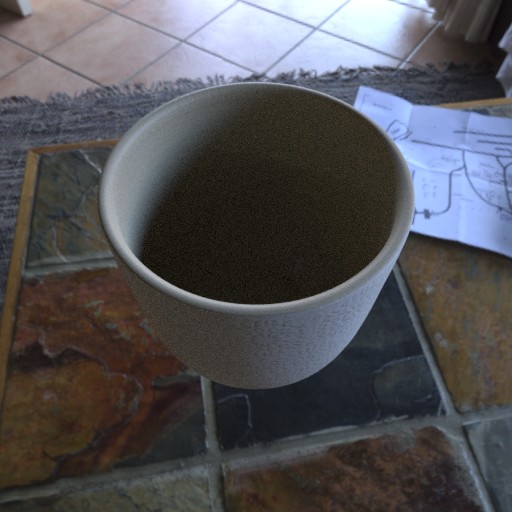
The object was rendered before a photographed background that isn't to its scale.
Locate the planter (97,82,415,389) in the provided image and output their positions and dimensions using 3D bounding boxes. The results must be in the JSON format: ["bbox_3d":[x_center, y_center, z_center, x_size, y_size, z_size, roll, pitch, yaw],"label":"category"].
[{"bbox_3d":[0.000,0.000,0.372,0.208,0.190,0.208,0,56,0],"label":"planter"}]
